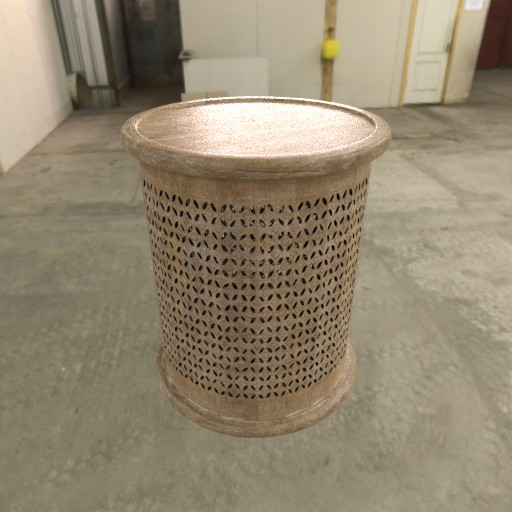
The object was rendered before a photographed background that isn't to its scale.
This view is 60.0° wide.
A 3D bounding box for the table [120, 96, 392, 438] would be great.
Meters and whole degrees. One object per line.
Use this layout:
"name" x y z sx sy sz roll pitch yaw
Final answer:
"table" 0.000 0.000 0.801 0.407 0.482 0.407 0 30 0
